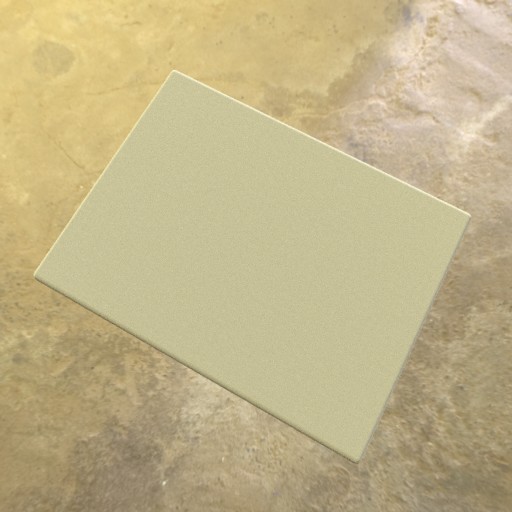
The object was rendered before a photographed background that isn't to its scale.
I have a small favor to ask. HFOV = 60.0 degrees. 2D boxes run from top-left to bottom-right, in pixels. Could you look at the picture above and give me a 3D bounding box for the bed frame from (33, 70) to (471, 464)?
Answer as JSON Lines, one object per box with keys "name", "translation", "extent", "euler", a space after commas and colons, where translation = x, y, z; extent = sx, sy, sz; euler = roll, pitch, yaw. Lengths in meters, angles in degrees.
{"name": "bed frame", "translation": [0.000, 0.000, 3.548], "extent": [2.635, 0.680, 1.990], "euler": [28, 78, 7]}
